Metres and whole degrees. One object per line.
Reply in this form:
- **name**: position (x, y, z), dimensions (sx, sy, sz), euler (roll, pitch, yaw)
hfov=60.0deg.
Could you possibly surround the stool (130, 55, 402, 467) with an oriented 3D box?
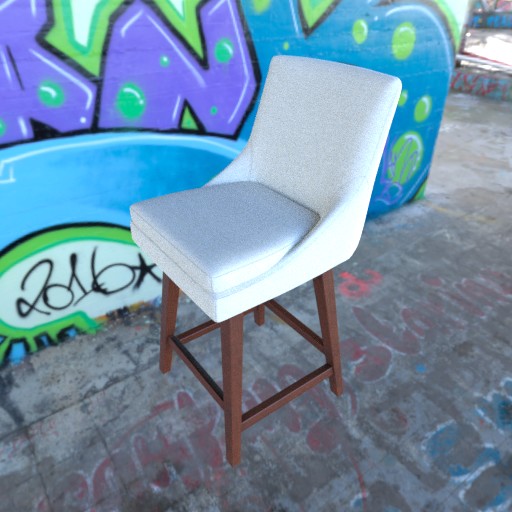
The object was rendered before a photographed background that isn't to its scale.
- **stool**: position (0.000, 0.000, 1.281), dimensions (0.559, 0.991, 0.469), euler (-22, 38, -30)
